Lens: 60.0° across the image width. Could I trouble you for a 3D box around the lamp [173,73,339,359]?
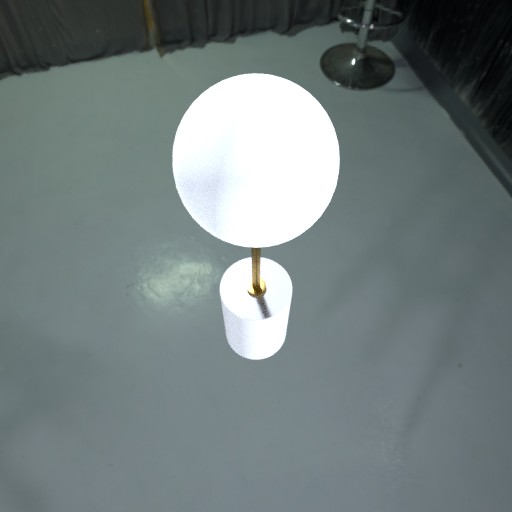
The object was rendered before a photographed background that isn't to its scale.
[{"bbox_3d":[0.000,0.000,0.551,0.153,0.480,0.153,0,58,0],"label":"lamp"}]
